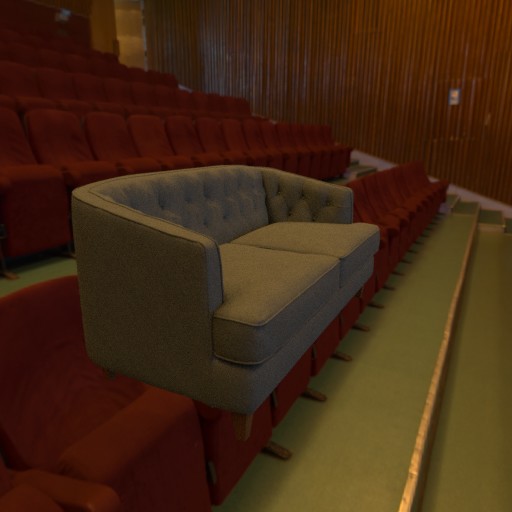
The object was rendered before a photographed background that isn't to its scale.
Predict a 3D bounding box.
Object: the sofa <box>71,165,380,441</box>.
[{"bbox_3d":[0.000,0.000,2.280,0.941,0.855,1.733,8,17,26],"label":"sofa"}]
